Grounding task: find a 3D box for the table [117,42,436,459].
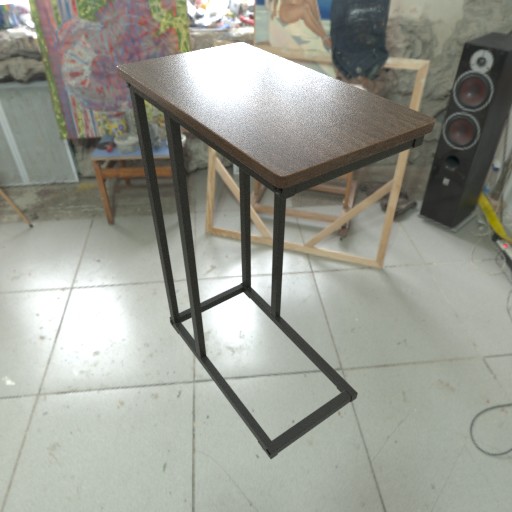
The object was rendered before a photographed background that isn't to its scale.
[{"bbox_3d":[0.000,0.000,0.854,0.254,0.637,0.450,-24,46,-26],"label":"table"}]
